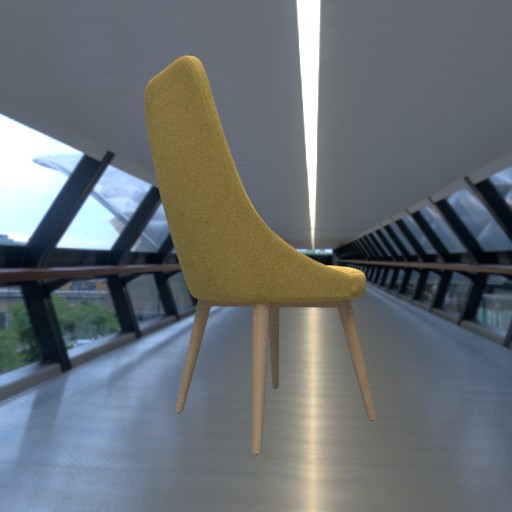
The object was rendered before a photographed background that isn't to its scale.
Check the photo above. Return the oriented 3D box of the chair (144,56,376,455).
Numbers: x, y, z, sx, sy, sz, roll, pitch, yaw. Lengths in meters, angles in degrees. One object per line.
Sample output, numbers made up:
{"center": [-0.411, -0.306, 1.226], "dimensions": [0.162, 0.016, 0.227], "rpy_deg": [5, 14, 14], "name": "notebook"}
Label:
{"center": [0.000, 0.000, 1.421], "dimensions": [0.660, 1.040, 0.510], "rpy_deg": [1, -2, -38], "name": "chair"}
